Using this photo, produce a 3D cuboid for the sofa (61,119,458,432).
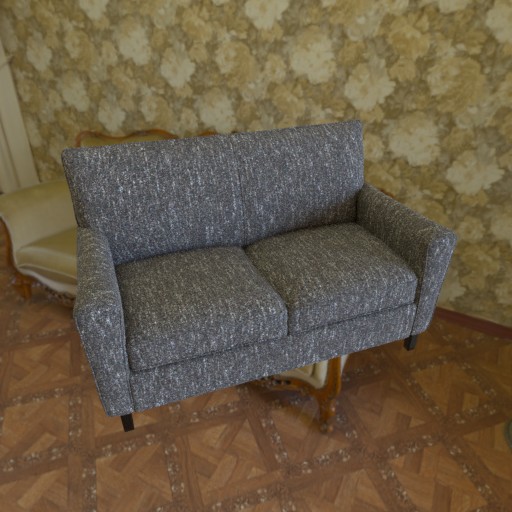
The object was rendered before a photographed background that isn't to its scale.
[{"bbox_3d":[0.000,0.000,2.015,1.519,0.946,0.801,-11,33,-17],"label":"sofa"}]
